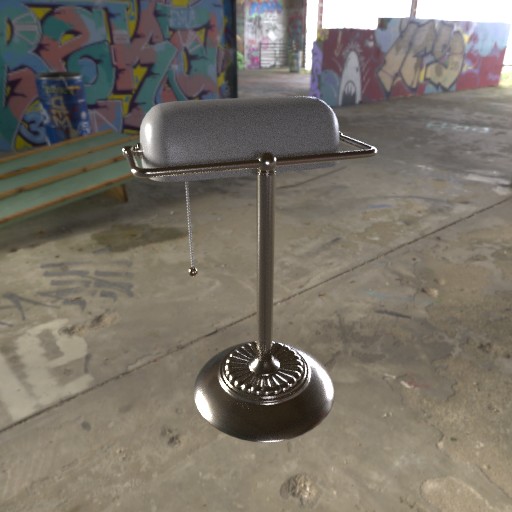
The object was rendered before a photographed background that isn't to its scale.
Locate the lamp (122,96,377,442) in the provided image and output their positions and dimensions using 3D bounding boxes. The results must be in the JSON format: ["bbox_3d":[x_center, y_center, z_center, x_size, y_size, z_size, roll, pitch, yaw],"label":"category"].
[{"bbox_3d":[0.000,0.000,0.518,0.264,0.339,0.243,-9,28,-17],"label":"lamp"}]
